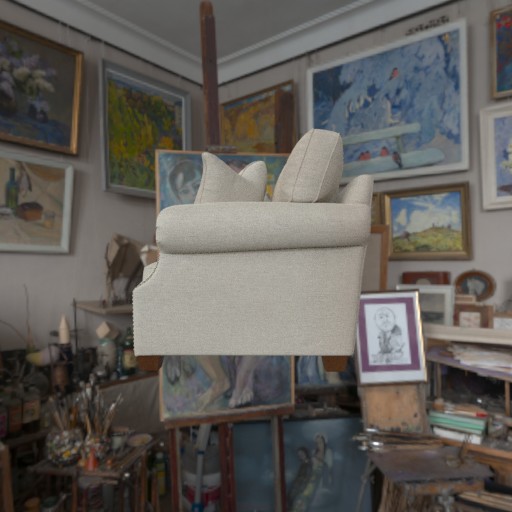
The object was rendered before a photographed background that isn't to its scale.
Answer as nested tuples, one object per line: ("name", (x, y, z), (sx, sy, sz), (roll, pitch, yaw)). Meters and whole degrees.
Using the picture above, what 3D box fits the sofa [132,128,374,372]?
("sofa", (0.000, 0.000, 2.809), (0.965, 0.975, 2.312), (0, -2, 1))
